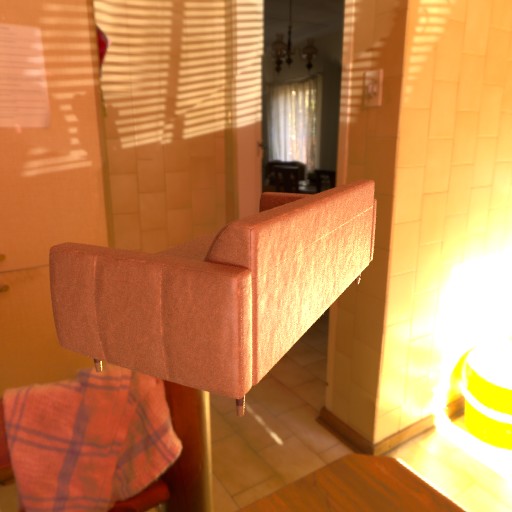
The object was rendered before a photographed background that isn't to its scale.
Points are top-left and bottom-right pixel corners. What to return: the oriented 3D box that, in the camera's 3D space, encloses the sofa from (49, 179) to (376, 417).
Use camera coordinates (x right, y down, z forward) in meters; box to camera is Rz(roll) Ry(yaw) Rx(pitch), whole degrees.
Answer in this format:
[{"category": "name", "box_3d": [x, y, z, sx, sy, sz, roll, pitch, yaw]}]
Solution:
[{"category": "sofa", "box_3d": [0.000, 0.000, 2.748, 0.990, 0.821, 2.291, 7, 17, 26]}]
